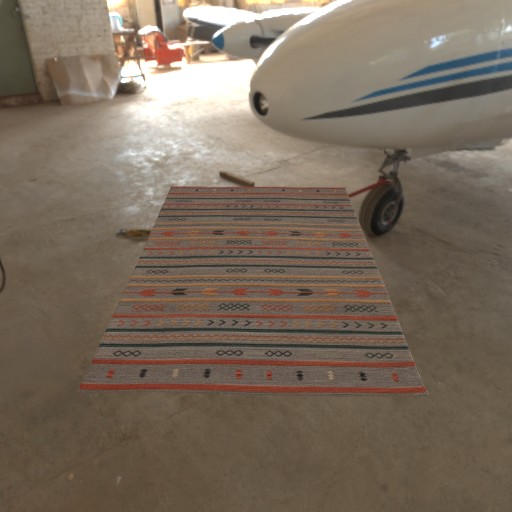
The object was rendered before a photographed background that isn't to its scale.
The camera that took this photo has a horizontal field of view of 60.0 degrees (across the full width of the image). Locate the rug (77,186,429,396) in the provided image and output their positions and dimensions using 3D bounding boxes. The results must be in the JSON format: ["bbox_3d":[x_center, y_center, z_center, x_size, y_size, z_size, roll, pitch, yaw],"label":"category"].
[{"bbox_3d":[0.000,0.000,2.312,1.220,0.017,1.835,0,31,1],"label":"rug"}]
